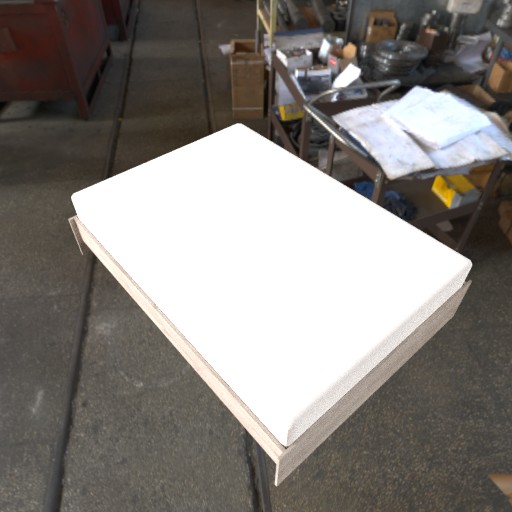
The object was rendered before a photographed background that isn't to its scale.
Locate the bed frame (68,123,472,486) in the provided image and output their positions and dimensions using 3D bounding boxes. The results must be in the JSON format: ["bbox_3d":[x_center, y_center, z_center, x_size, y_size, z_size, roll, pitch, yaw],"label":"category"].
[{"bbox_3d":[0.000,0.000,2.660,1.445,0.497,1.945,-32,54,-27],"label":"bed frame"}]
